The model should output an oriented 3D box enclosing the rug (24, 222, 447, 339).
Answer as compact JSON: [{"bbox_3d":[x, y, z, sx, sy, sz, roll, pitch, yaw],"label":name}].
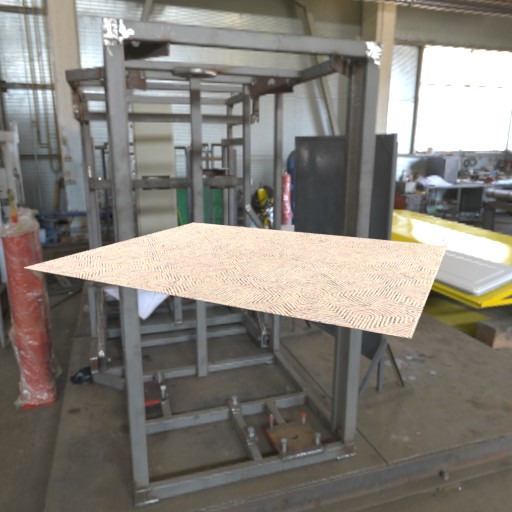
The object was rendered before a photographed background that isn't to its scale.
[{"bbox_3d":[0.000,0.000,4.033,3.046,0.008,2.442,7,16,26],"label":"rug"}]
